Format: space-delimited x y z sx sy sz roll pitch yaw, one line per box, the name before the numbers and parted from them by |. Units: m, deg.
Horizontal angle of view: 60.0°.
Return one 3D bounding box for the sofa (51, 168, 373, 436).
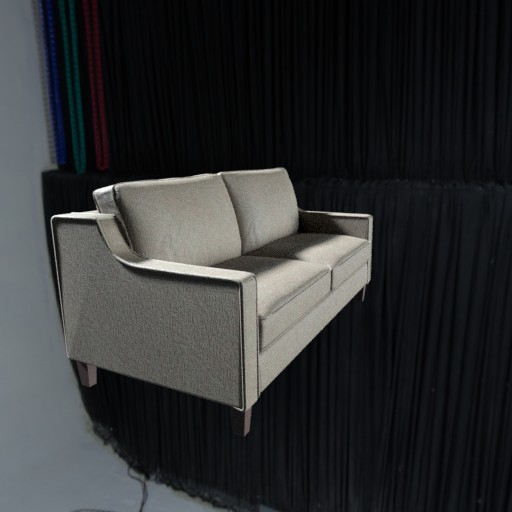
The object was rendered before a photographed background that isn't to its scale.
sofa | 0.000 0.000 2.874 1.073 1.074 2.181 6 14 26
